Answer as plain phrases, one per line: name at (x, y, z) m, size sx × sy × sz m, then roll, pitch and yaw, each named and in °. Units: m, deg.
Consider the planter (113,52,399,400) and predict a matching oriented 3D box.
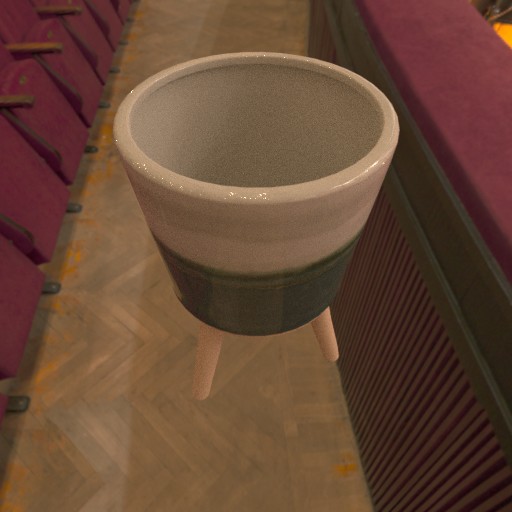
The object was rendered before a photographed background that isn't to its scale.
planter at (0.000, 0.000, 0.461) m, size 0.217 × 0.331 × 0.217 m, roll -3°, pitch 47°, yaw -3°
